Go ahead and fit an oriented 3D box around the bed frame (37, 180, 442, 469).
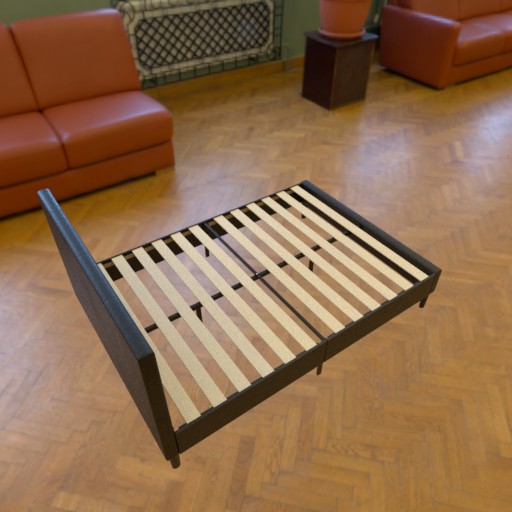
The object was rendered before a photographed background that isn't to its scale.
[{"bbox_3d":[0.000,0.000,2.979,2.152,1.046,1.469,-25,47,-26],"label":"bed frame"}]
